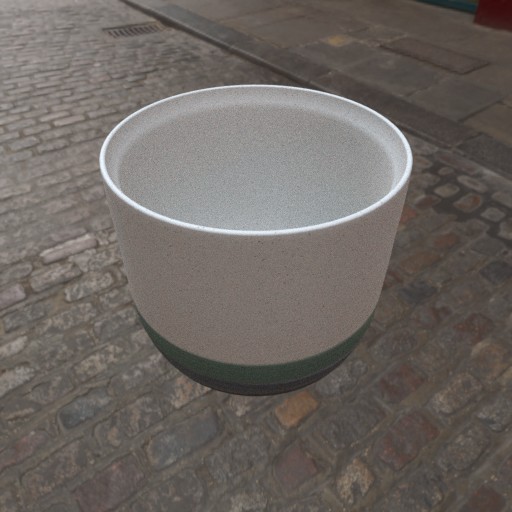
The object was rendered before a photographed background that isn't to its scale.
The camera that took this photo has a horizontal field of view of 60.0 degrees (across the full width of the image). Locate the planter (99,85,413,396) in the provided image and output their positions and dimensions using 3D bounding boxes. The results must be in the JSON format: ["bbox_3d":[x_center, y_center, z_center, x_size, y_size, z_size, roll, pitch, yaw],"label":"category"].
[{"bbox_3d":[0.000,0.000,0.476,0.268,0.270,0.268,0,41,0],"label":"planter"}]
